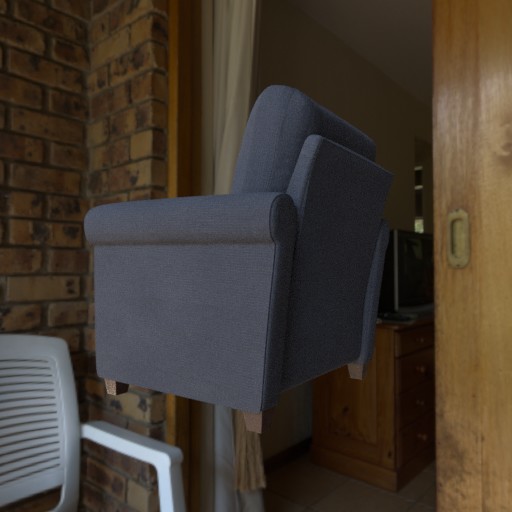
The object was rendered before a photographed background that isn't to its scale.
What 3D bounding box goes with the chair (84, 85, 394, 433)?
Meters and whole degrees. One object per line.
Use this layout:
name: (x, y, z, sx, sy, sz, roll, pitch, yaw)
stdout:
chair: (0.000, 0.000, 1.610, 0.828, 0.942, 0.867, -1, -2, 35)
